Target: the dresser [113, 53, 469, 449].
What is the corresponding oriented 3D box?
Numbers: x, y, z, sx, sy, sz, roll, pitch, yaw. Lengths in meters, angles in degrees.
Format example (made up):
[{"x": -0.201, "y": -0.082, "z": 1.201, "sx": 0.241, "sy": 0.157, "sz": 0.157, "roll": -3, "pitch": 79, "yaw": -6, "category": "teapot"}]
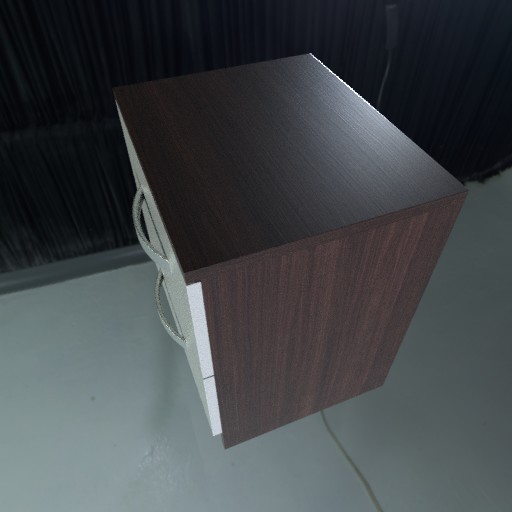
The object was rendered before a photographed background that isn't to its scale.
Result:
[{"x": 0.000, "y": 0.000, "z": 0.754, "sx": 0.360, "sy": 0.470, "sz": 0.400, "roll": -16, "pitch": 49, "yaw": -15, "category": "dresser"}]
